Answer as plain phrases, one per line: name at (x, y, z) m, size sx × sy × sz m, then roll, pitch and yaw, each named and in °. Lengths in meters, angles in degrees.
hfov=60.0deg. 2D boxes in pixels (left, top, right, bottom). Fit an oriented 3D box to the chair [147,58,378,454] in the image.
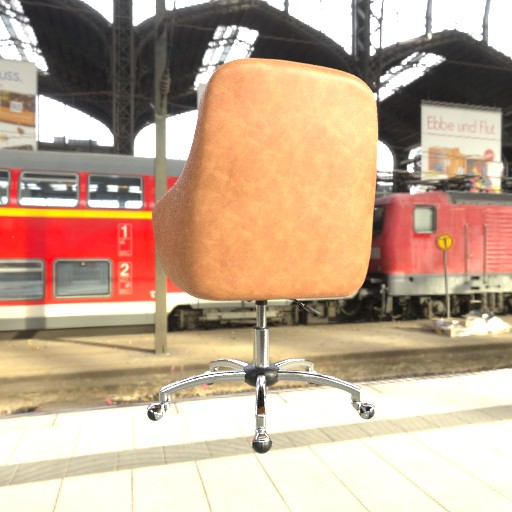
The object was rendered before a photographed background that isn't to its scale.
chair at (0.000, 0.000, 1.309) m, size 0.628 × 0.909 × 0.615 m, roll 0°, pitch 0°, yaw -18°
